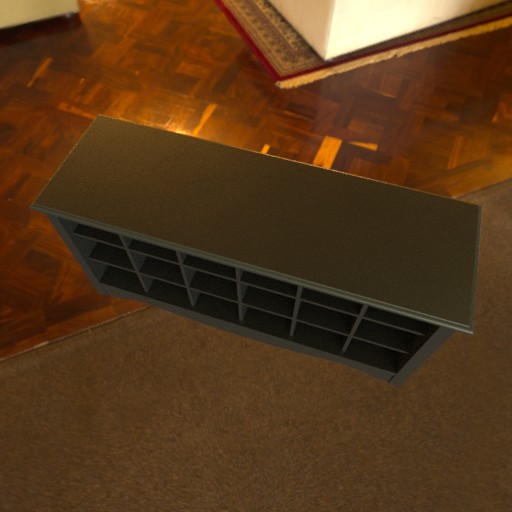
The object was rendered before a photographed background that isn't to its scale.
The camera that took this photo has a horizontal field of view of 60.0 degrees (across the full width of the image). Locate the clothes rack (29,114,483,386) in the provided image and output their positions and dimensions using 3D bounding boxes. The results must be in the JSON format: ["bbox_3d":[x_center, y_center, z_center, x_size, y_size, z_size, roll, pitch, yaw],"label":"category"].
[{"bbox_3d":[0.000,0.000,1.481,1.219,0.556,0.406,16,60,9],"label":"clothes rack"}]
